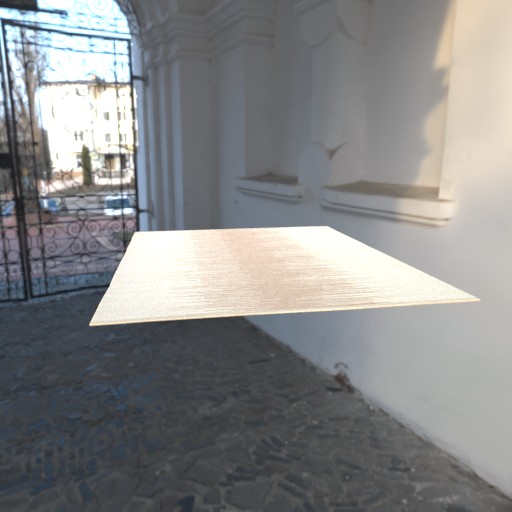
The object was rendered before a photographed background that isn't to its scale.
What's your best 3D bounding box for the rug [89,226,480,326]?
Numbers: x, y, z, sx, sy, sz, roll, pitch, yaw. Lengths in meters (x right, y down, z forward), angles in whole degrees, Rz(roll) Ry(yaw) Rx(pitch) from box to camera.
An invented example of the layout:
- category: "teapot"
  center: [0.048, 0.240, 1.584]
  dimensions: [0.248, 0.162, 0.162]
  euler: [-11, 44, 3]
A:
- category: "rug"
  center: [0.000, 0.000, 4.142]
  dimensions: [2.438, 0.013, 3.048]
  euler: [-2, 13, -10]
